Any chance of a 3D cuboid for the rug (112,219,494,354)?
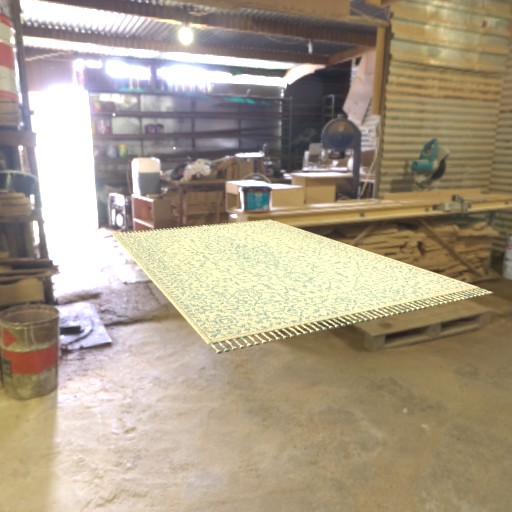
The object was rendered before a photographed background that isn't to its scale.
[{"bbox_3d":[0.000,0.000,3.009,1.524,0.010,2.438,-7,16,-25],"label":"rug"}]
